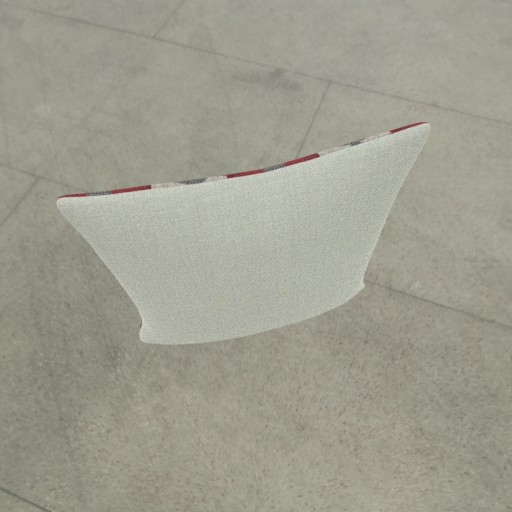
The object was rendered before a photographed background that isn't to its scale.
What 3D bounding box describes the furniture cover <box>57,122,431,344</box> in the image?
[{"bbox_3d":[0.000,0.000,0.662,0.435,0.420,0.145,-13,60,-7],"label":"furniture cover"}]
